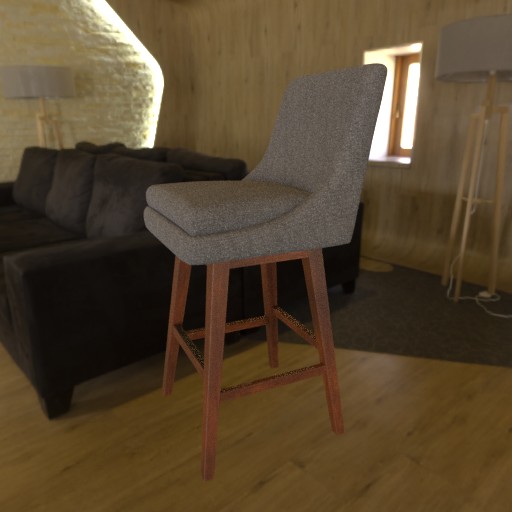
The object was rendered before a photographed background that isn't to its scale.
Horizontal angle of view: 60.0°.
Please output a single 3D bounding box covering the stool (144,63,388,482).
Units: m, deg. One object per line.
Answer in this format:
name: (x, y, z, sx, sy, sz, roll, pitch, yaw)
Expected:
stool: (0.000, 0.000, 1.342, 0.572, 1.068, 0.489, -8, 18, -24)
